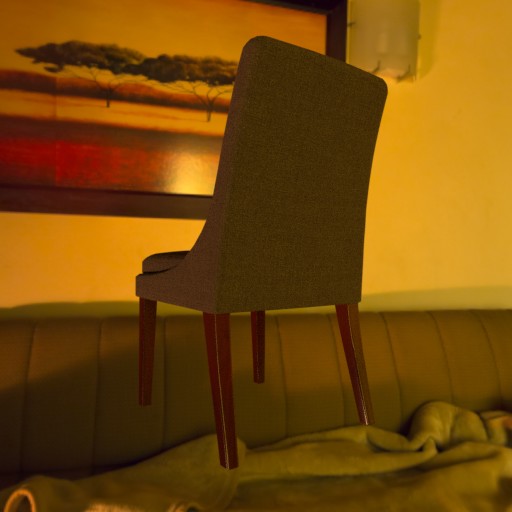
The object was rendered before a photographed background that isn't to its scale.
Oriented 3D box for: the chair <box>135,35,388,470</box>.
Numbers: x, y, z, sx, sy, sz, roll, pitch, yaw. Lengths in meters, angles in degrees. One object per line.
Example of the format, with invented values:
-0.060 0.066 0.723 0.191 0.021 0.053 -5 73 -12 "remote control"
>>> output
0.000 0.000 1.315 0.508 0.952 0.655 1 -1 -35 "chair"
